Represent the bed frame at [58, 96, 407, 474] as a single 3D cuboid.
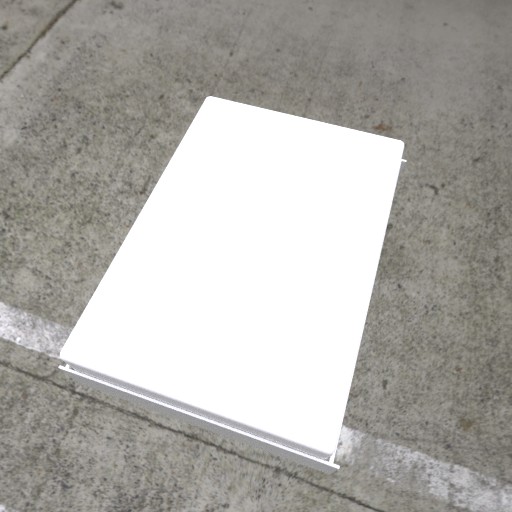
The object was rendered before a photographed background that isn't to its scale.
[{"bbox_3d":[0.000,0.000,2.639,1.445,0.497,1.945,16,61,9],"label":"bed frame"}]
